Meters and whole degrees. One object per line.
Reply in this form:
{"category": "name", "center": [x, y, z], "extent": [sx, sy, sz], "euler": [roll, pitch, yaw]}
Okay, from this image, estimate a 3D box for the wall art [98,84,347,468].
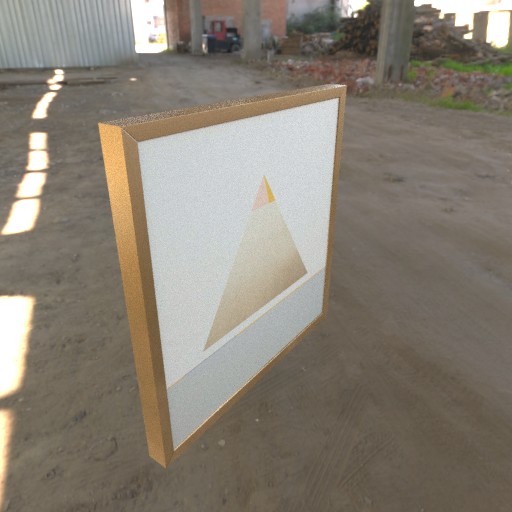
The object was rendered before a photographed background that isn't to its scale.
{"category": "wall art", "center": [0.000, 0.000, 0.759], "extent": [0.038, 0.511, 0.513], "euler": [18, 32, 32]}
